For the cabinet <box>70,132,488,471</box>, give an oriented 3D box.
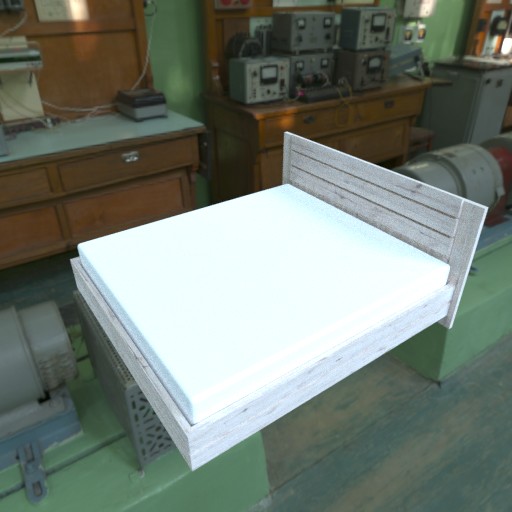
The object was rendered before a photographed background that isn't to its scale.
[{"bbox_3d":[0.000,0.000,3.105,2.080,0.970,1.950,-21,37,-29],"label":"cabinet"}]
